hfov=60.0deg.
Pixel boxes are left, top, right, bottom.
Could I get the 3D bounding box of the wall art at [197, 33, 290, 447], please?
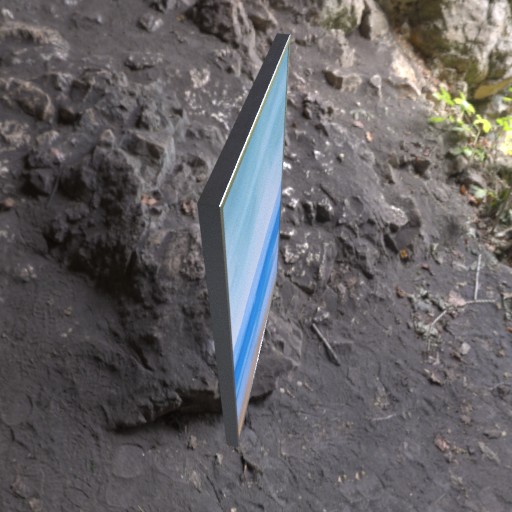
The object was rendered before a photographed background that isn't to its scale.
[{"bbox_3d":[0.000,0.000,1.409,0.041,1.062,0.803,8,47,8],"label":"wall art"}]
